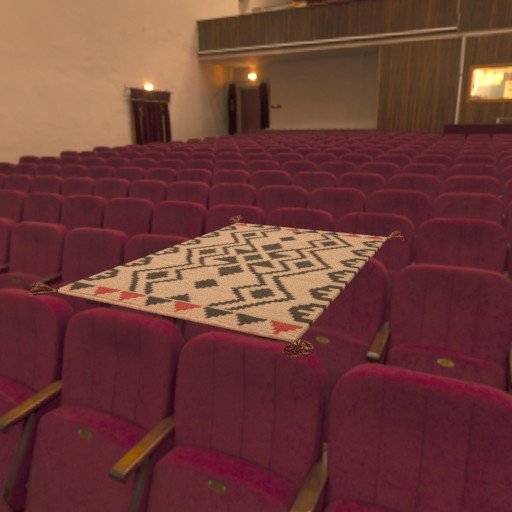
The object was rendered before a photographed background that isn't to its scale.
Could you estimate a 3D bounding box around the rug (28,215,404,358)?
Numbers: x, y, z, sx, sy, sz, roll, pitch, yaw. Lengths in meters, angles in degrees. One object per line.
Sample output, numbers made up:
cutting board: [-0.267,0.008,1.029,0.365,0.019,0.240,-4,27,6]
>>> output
rug: [0.000,0.000,2.645,1.444,0.067,2.069,7,17,25]
